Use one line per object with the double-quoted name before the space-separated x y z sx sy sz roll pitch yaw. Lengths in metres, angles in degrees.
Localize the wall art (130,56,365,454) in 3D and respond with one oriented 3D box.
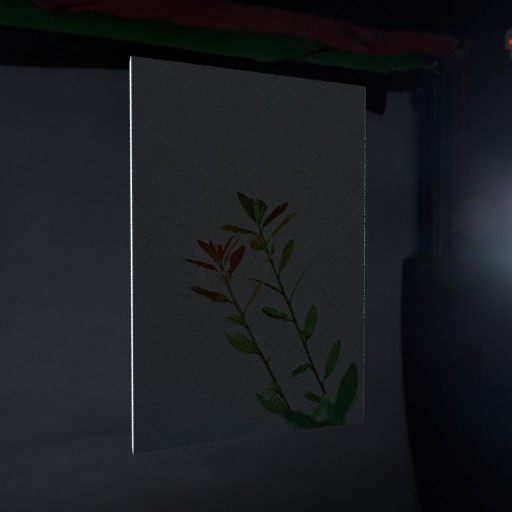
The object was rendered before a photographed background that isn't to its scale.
"wall art" 0.000 0.000 1.131 0.612 0.915 0.039 0 1 -18
